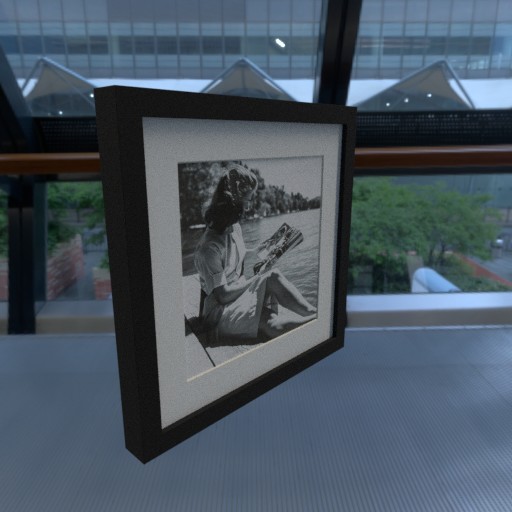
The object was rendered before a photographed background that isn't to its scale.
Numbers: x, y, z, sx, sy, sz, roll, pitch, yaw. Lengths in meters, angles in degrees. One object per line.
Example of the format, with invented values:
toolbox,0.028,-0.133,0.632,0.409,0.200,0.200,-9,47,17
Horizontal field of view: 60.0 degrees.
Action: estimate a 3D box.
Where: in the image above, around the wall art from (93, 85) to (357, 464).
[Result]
wall art,0.000,0.000,0.457,0.030,0.305,0.308,14,20,42
